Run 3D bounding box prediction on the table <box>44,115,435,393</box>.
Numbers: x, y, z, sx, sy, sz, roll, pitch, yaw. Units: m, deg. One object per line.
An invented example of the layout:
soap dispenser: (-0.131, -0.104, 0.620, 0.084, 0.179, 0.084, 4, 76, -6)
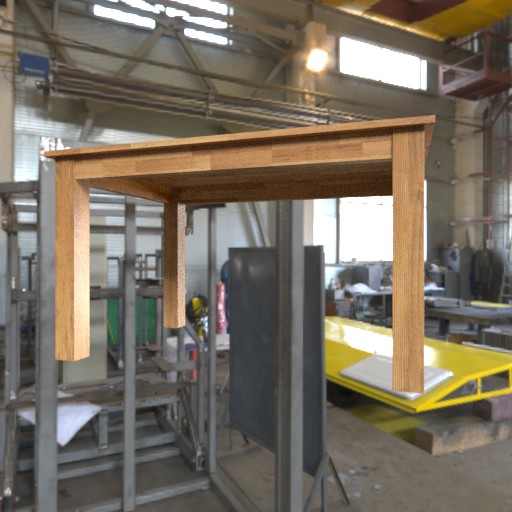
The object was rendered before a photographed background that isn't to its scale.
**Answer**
table: (0.000, 0.000, 1.808, 1.300, 0.750, 0.900, 0, 0, 18)
